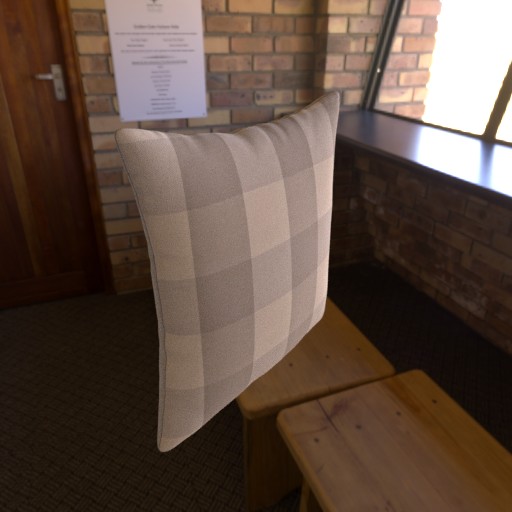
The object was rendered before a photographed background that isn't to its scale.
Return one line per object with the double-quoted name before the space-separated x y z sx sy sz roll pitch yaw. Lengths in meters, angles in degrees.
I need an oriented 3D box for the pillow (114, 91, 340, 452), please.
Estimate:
"pillow" 0.000 0.000 0.782 0.161 0.509 0.511 19 32 33
